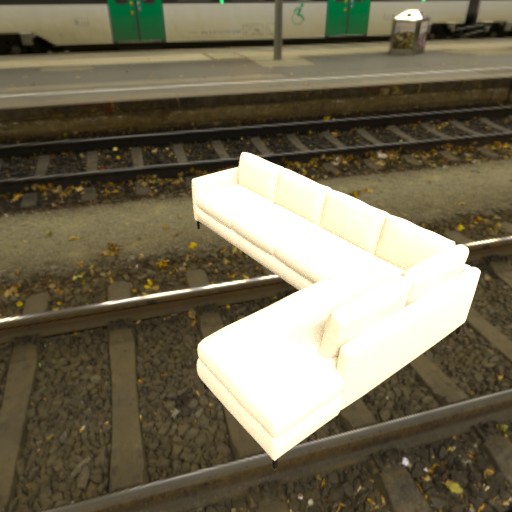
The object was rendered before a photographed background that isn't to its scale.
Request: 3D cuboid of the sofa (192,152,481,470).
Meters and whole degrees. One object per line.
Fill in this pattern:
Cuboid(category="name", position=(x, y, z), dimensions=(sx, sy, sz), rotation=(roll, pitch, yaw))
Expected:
Cuboid(category="sofa", position=(0.000, 0.000, 3.836), dimensions=(2.007, 0.815, 2.949), rotation=(-22, 37, -31))
